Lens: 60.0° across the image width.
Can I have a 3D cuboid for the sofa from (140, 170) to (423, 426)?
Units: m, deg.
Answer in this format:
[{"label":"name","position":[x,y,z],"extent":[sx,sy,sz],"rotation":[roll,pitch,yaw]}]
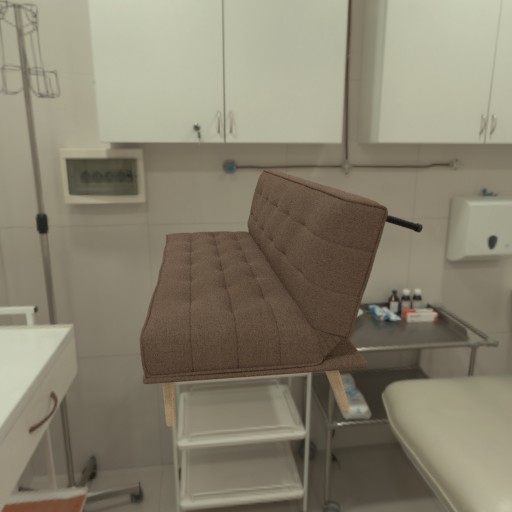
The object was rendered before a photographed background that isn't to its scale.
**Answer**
[{"label":"sofa","position":[0.000,0.000,2.351],"extent":[1.038,0.810,1.820],"rotation":[-2,14,-8]}]
